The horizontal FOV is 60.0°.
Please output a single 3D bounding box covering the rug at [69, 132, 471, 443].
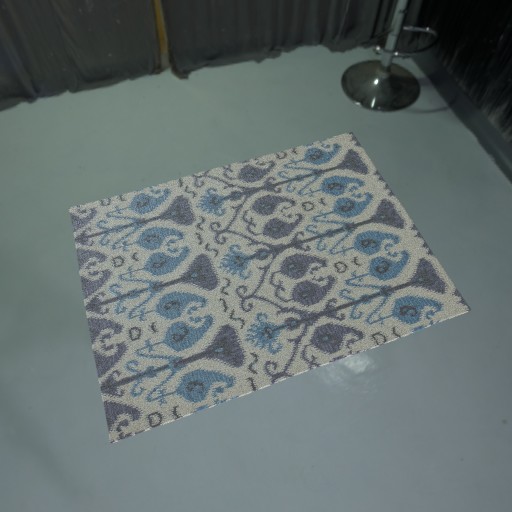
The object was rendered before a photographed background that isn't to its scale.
[{"bbox_3d":[0.000,0.000,2.965,2.261,0.013,1.676,-17,60,-10],"label":"rug"}]
